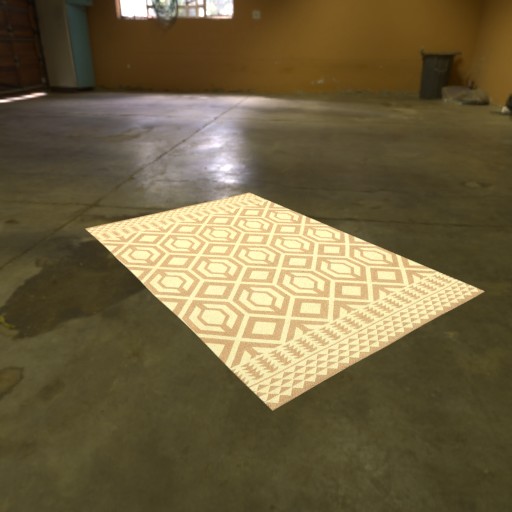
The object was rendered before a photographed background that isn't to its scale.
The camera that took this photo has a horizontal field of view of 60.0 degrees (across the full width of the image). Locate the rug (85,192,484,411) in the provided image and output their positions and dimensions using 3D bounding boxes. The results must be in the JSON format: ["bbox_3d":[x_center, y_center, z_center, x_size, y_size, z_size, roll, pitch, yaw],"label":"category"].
[{"bbox_3d":[0.000,0.000,2.343,1.219,0.008,1.829,-18,31,-32],"label":"rug"}]
